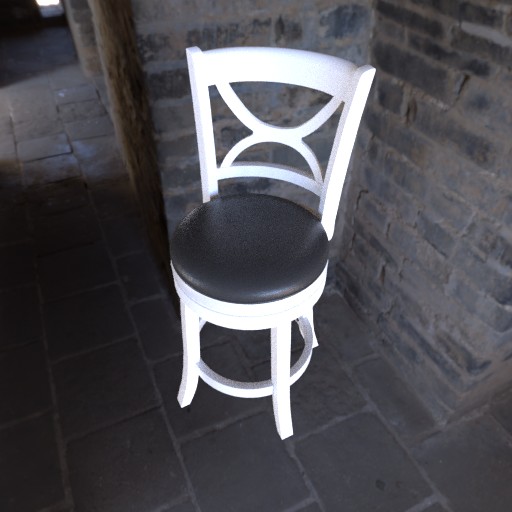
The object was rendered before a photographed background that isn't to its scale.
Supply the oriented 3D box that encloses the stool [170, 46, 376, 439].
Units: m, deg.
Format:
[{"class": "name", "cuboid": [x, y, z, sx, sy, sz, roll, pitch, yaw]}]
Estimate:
[{"class": "stool", "cuboid": [0.000, 0.000, 1.212, 0.444, 0.953, 0.508, 12, 43, 14]}]
